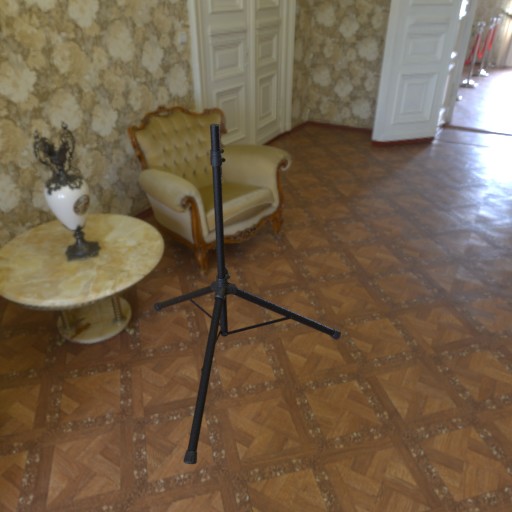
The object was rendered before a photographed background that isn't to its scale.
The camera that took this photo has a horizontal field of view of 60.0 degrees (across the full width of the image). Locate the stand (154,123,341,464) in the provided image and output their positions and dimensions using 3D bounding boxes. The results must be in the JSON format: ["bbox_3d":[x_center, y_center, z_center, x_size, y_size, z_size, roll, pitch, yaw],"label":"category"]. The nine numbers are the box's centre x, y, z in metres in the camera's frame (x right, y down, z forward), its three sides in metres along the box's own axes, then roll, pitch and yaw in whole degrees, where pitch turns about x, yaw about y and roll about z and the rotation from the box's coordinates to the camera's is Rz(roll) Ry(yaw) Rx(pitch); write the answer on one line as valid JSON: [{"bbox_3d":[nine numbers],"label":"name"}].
[{"bbox_3d":[0.000,0.000,1.901,0.907,1.136,1.045,-8,32,-14],"label":"stand"}]
